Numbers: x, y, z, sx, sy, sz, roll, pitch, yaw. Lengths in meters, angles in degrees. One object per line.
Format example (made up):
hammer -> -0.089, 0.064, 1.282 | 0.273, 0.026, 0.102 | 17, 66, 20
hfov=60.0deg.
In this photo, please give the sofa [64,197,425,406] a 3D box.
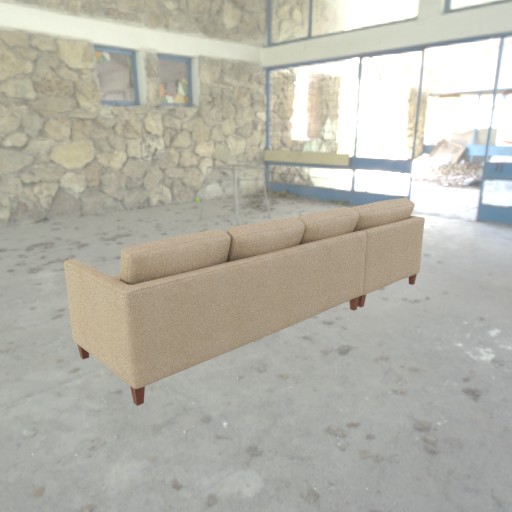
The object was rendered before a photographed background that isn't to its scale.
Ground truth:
sofa -> 0.000, 0.000, 3.857 | 3.201, 0.876, 1.502 | -14, 20, -41
